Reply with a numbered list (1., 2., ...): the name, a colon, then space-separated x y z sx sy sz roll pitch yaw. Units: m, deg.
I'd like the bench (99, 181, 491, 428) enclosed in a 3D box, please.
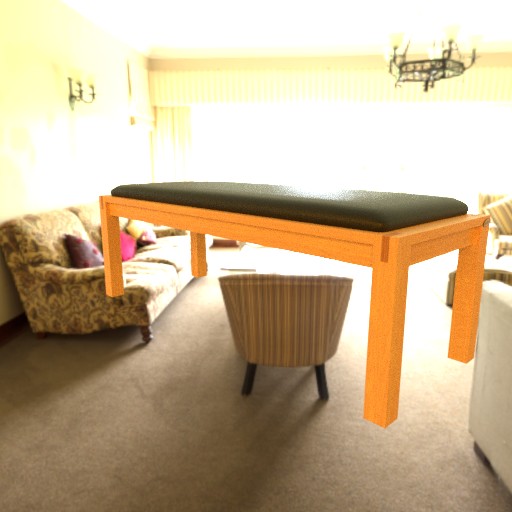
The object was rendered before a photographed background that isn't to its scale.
1. bench: 0.000 0.000 1.395 0.450 0.430 1.202 -12 17 -43
